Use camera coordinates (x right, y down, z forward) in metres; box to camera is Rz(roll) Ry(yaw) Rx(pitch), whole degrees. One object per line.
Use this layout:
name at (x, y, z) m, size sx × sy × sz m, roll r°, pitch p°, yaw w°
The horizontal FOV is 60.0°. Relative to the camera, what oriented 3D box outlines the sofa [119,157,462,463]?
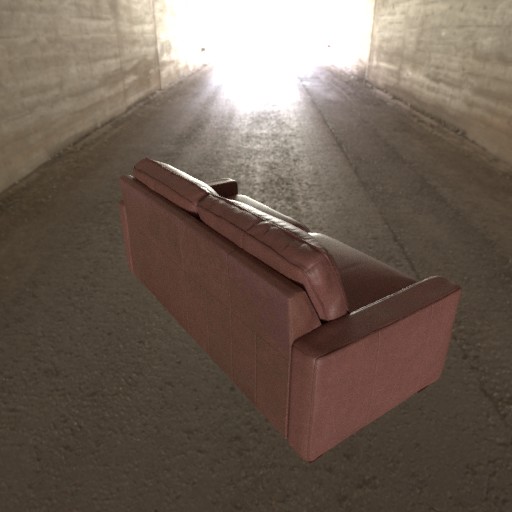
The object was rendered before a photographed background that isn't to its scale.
sofa at (0.000, 0.000, 2.601) m, size 0.940 × 0.919 × 2.080 m, roll -17°, pitch 32°, yaw -31°
